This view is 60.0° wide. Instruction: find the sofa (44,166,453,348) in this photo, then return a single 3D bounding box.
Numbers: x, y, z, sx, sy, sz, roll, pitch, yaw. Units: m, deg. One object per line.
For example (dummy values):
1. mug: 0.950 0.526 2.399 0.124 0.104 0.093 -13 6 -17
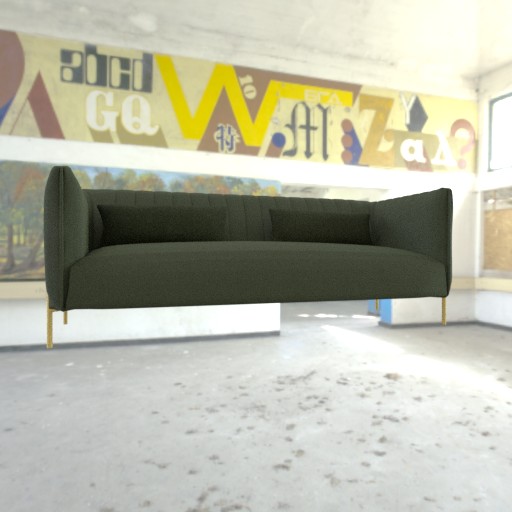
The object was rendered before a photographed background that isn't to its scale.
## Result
1. sofa: 0.000 0.000 2.548 2.137 0.793 0.896 0 0 -18
